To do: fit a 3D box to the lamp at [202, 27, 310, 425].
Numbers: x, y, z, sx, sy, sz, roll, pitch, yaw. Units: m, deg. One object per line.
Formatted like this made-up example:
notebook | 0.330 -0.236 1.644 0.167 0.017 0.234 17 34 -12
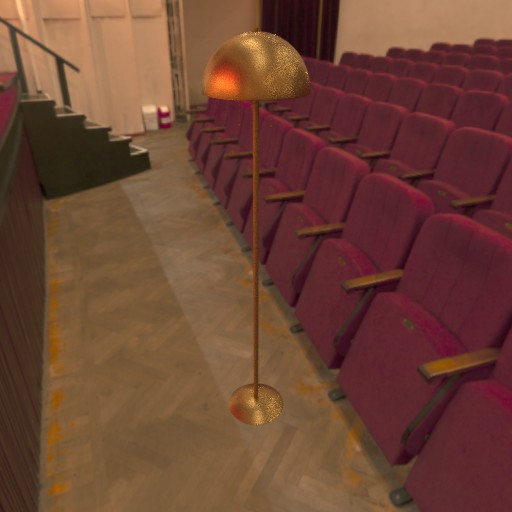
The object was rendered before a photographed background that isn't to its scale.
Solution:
lamp | 0.000 0.000 1.616 0.328 1.480 0.328 -8 29 -15
